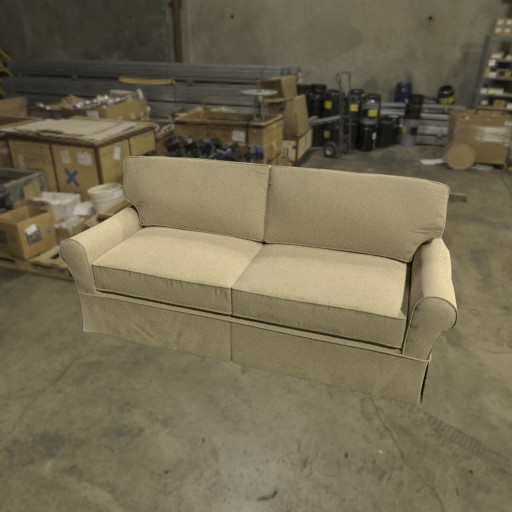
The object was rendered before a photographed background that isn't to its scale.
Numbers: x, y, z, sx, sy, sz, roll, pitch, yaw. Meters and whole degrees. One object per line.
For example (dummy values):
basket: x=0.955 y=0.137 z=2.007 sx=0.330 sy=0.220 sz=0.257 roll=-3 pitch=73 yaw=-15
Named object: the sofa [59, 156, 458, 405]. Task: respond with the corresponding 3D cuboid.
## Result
sofa: x=0.000 y=0.000 z=2.731 sx=2.246 sy=1.014 sz=0.900 roll=8 pitch=27 yaw=17
